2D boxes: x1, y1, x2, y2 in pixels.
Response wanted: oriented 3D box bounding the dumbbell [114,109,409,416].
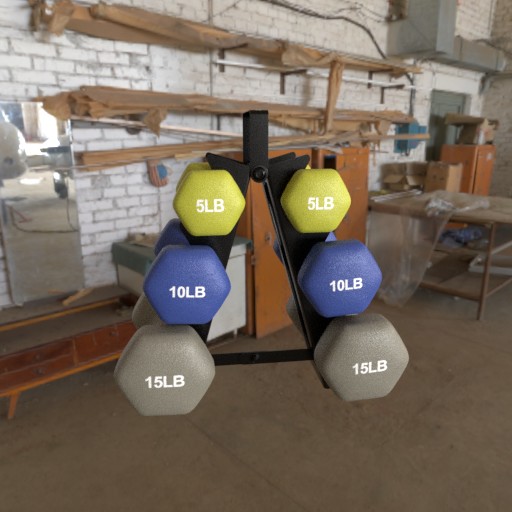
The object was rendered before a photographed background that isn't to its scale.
[{"bbox_3d":[0.000,0.000,0.685,0.416,0.426,0.261,-2,16,-7],"label":"dumbbell"}]
